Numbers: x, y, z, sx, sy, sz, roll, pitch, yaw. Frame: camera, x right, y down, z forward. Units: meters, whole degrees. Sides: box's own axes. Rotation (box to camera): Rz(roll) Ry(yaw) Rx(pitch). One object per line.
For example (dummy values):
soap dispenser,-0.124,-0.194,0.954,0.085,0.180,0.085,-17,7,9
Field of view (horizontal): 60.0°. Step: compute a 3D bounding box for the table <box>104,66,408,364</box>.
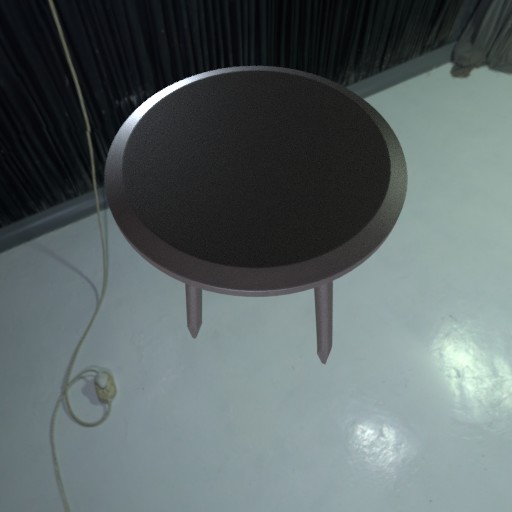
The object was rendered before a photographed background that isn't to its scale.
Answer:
table,0.000,0.000,0.918,0.457,0.585,0.457,0,58,0
